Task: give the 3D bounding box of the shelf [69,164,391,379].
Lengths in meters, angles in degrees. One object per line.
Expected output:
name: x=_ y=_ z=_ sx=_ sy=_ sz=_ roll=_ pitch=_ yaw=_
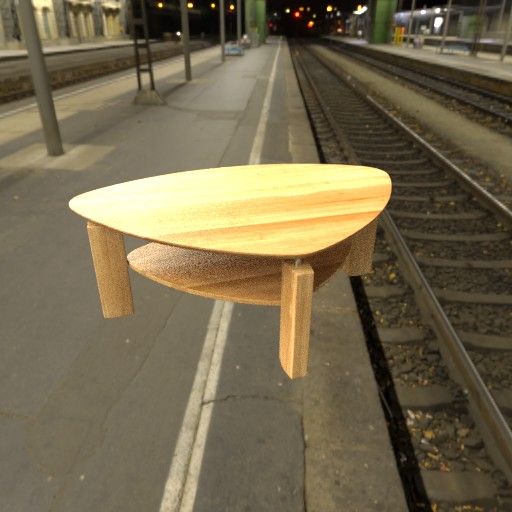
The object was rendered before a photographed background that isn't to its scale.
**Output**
shelf: x=0.000 y=0.000 z=1.649 sx=1.240 sy=0.439 sz=0.863 roll=-9 pitch=28 yaw=-16
